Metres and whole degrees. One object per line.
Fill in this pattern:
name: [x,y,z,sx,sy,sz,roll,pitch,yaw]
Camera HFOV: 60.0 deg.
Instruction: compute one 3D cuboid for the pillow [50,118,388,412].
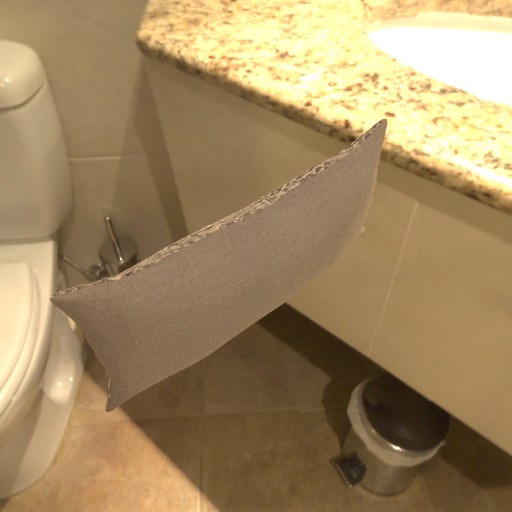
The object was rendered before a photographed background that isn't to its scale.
pillow: [0.000,0.000,0.743,0.631,0.290,0.148,-32,55,-26]
